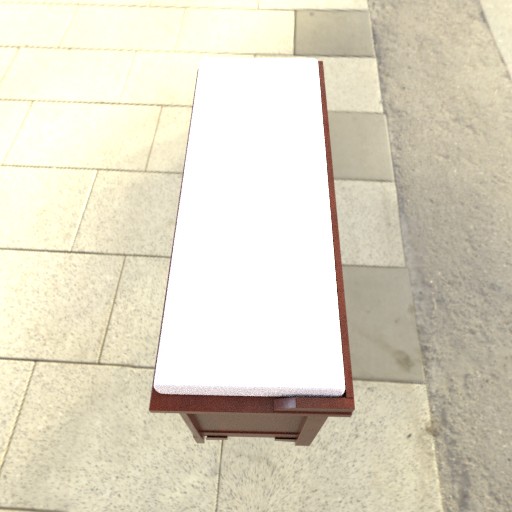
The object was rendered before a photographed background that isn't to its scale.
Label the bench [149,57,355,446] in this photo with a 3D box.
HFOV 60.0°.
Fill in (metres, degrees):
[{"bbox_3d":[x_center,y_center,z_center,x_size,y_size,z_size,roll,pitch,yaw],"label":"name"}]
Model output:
[{"bbox_3d":[0.000,0.000,1.284,0.369,0.646,0.987,1,58,1],"label":"bench"}]
